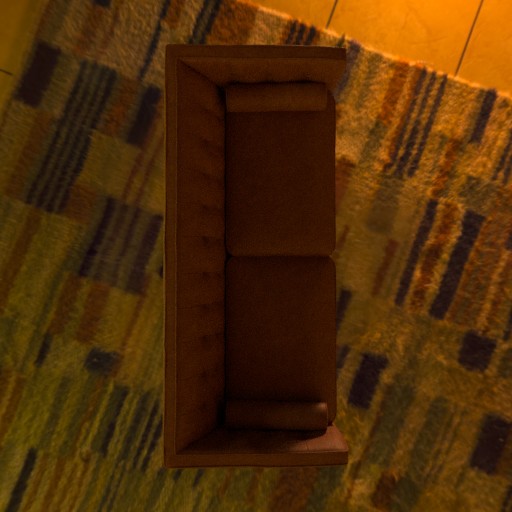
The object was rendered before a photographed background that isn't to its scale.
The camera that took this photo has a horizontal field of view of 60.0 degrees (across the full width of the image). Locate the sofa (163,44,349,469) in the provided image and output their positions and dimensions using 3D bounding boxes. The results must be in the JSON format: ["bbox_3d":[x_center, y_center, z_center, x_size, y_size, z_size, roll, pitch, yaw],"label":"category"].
[{"bbox_3d":[0.000,0.000,2.528,0.912,0.798,2.079,0,89,-1],"label":"sofa"}]
